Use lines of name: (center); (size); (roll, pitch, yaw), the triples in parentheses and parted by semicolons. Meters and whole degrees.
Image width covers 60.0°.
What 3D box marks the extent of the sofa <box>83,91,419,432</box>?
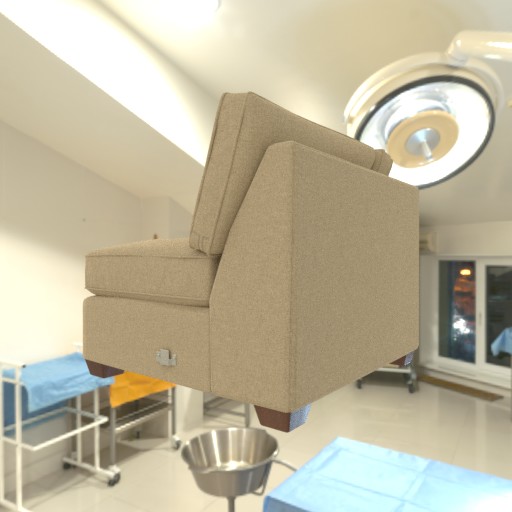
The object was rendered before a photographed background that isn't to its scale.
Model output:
sofa: (0.000, 0.000, 1.962); (1.084, 1.002, 1.146); (0, 0, 37)
